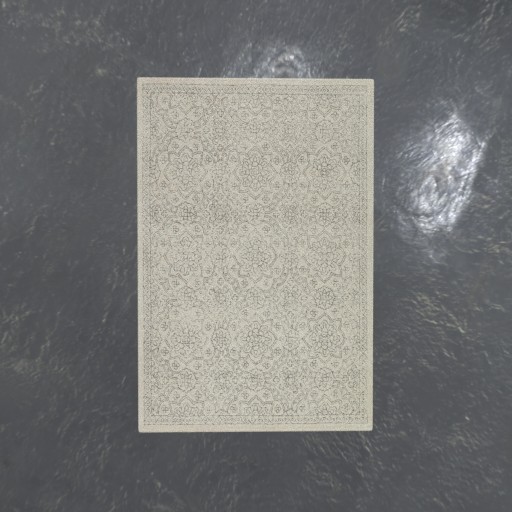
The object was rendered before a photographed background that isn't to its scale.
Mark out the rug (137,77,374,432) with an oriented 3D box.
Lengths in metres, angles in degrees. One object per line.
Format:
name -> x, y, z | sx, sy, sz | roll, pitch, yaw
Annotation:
rug -> 0.000, 0.000, 2.868 | 1.524, 0.011, 2.286 | 0, 91, -1
